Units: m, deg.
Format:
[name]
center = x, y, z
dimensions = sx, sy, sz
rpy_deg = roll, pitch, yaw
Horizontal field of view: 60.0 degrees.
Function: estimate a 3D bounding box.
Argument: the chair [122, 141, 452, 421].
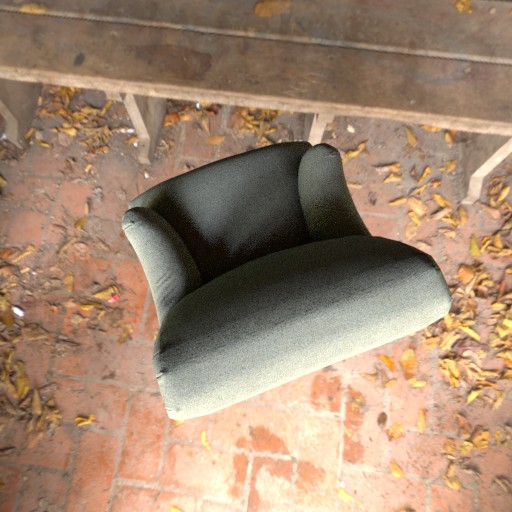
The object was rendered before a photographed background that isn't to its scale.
[chair]
center = 0.000, 0.000, 1.929
dimensions = 0.964, 1.178, 1.060
rpy_deg = -20, 75, -6
